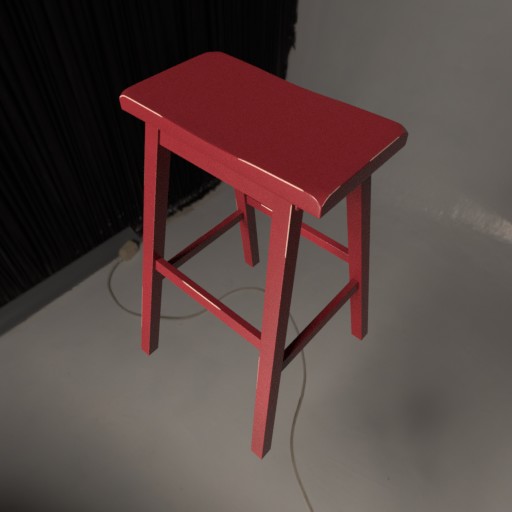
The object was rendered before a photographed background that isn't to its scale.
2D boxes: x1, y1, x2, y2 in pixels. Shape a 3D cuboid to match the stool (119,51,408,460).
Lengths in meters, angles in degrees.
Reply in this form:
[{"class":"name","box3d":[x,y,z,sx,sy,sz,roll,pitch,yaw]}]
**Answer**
[{"class":"stool","box3d":[0.000,0.000,1.017,0.457,0.737,0.476,33,56,27]}]
